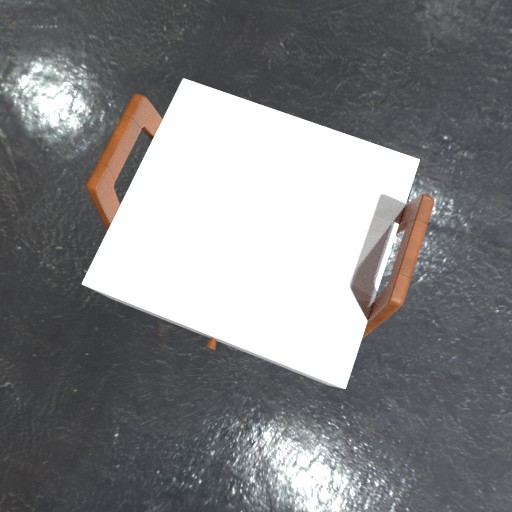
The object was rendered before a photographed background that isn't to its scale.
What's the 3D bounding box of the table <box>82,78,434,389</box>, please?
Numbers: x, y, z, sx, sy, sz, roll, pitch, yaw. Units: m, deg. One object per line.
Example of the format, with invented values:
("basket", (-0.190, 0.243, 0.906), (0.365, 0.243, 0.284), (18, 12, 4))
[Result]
("table", (0.000, 0.000, 0.895), (0.457, 0.610, 0.405), (21, 77, 5))
